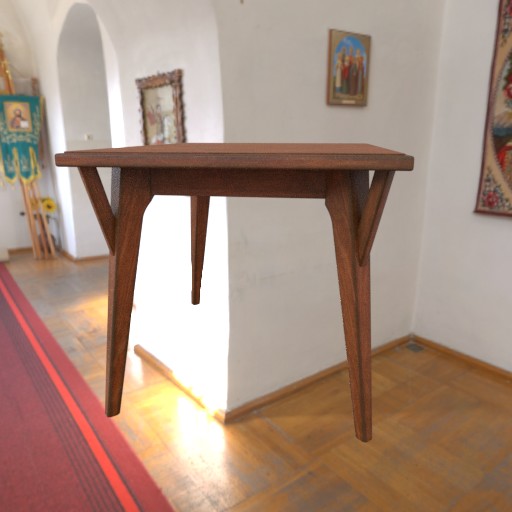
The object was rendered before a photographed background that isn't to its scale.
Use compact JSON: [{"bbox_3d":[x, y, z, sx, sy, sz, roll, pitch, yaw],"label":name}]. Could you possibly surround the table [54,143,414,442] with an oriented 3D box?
[{"bbox_3d":[0.000,0.000,1.583,0.838,0.761,0.991,2,16,8],"label":"table"}]
